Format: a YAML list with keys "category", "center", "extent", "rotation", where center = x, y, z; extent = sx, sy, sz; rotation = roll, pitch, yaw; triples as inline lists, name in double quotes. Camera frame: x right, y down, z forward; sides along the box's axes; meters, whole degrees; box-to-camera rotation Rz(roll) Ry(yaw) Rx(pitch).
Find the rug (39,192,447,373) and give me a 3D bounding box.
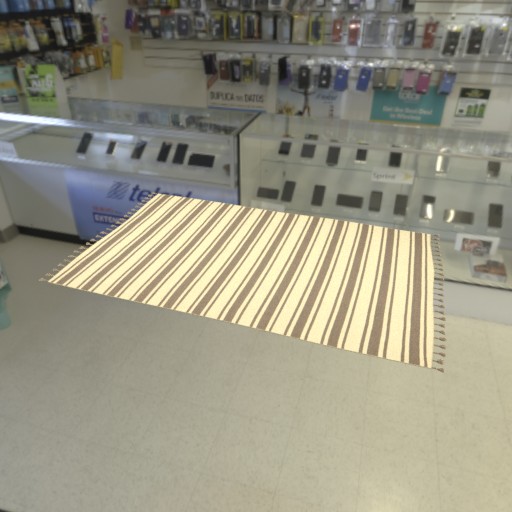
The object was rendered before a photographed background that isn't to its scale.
- category: "rug"
  center: [0.000, 0.000, 2.613]
  extent: [2.096, 0.011, 1.229]
  rotation: [10, 34, 16]
